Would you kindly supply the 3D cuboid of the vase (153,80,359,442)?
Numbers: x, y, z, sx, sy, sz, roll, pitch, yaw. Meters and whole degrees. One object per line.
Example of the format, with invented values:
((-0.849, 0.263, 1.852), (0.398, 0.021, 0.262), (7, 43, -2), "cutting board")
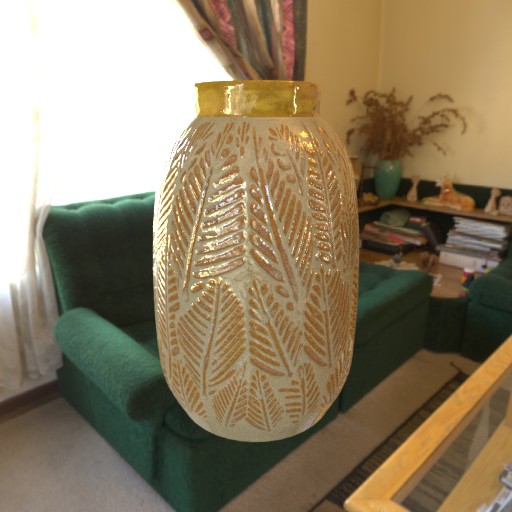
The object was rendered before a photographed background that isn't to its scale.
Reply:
((0.000, 0.000, 0.373), (0.172, 0.270, 0.172), (0, 18, 0), "vase")
